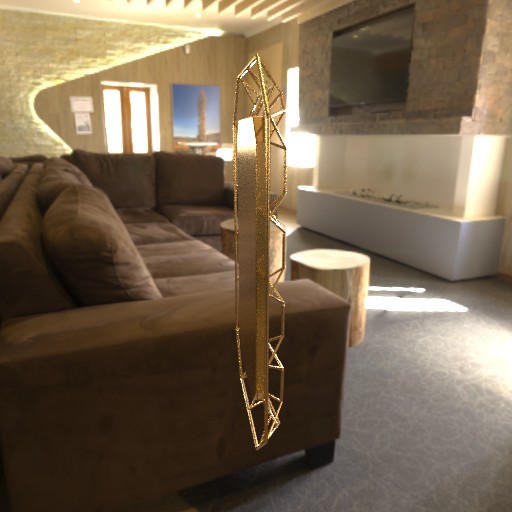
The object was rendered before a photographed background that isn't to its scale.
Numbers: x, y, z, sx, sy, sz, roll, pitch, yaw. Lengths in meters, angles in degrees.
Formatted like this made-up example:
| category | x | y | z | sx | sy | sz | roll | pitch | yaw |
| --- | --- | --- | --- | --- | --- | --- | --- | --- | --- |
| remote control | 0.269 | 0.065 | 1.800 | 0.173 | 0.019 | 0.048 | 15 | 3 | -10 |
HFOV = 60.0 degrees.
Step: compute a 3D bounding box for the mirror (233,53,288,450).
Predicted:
| category | x | y | z | sx | sy | sz | roll | pitch | yaw |
| --- | --- | --- | --- | --- | --- | --- | --- | --- | --- |
| mirror | 0.000 | 0.000 | 1.097 | 0.051 | 0.870 | 0.572 | -2 | 15 | -8 |
